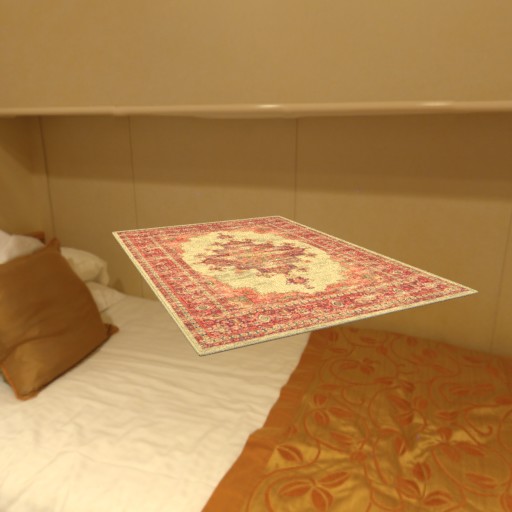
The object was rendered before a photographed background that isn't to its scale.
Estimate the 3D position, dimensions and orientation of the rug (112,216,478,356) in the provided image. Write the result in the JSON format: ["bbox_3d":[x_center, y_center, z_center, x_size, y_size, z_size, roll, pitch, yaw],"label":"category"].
[{"bbox_3d":[0.000,0.000,3.854,2.005,0.014,2.878,-8,18,-24],"label":"rug"}]
